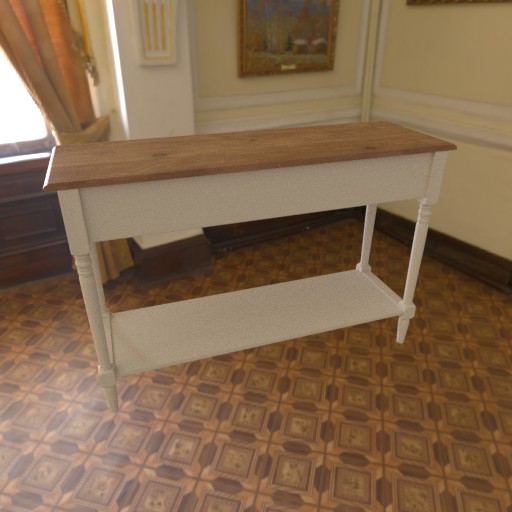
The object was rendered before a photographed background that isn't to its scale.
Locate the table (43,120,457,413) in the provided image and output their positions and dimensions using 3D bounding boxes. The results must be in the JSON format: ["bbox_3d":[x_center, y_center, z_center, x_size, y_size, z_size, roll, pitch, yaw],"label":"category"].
[{"bbox_3d":[0.000,0.000,1.589,1.219,0.800,0.399,-9,29,-16],"label":"table"}]
